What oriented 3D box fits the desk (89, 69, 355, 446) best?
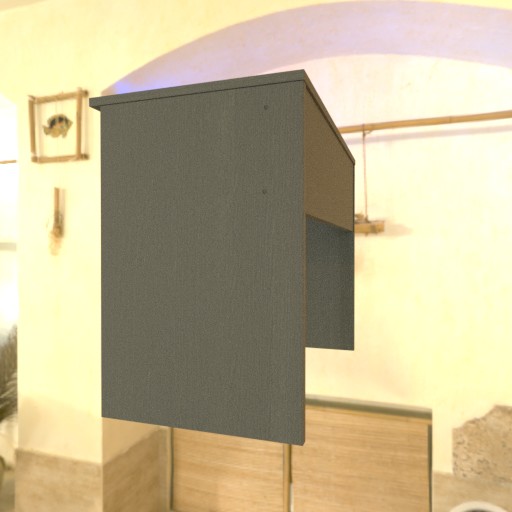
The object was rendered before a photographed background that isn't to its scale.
[{"bbox_3d":[0.000,0.000,1.352,0.498,0.724,0.893,0,1,19],"label":"desk"}]
